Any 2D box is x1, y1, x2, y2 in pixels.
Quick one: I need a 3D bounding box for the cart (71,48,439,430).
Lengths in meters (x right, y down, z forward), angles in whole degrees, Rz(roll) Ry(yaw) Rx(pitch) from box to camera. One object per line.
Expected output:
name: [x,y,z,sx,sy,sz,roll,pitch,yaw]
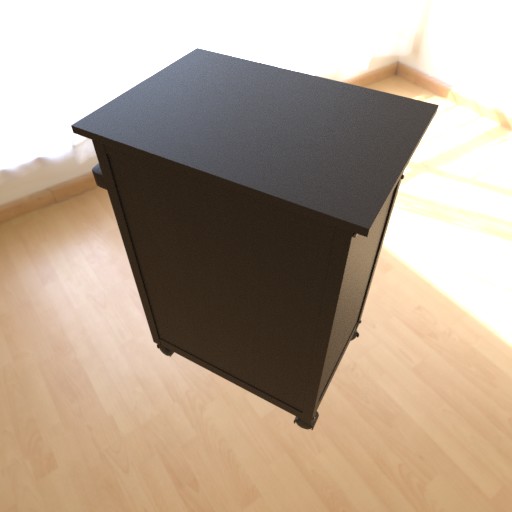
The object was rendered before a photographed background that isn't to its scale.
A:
cart: [0.000,0.000,1.258,0.660,0.879,0.456,22,50,20]
